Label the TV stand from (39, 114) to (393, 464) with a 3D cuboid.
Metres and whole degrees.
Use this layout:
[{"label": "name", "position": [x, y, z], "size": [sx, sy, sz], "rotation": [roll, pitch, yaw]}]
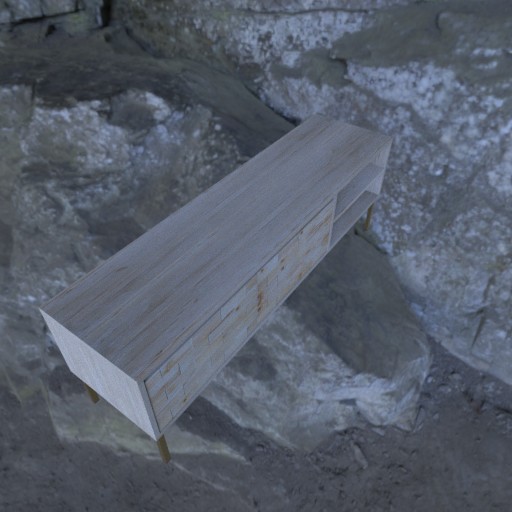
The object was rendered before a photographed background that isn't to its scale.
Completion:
[{"label": "TV stand", "position": [0.000, 0.000, 1.878], "size": [0.420, 0.550, 1.600], "rotation": [26, 49, 26]}]
